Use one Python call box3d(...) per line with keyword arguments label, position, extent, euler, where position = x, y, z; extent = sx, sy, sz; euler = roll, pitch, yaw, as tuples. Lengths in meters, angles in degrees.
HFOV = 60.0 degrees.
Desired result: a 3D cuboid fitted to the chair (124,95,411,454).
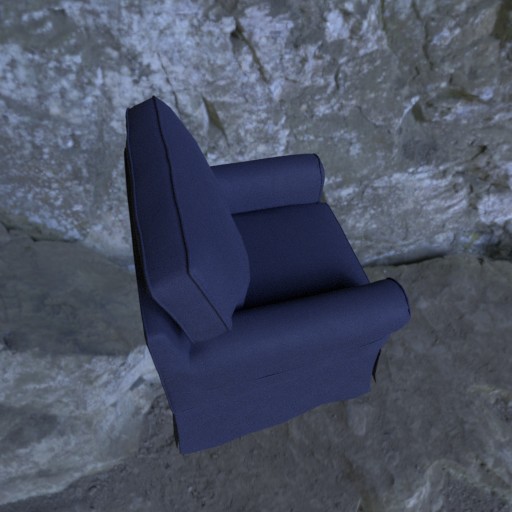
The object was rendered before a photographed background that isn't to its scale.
box3d(label="chair", position=(0.000, 0.000, 1.950), extent=(1.002, 1.140, 1.119), euler=(-11, 47, -10))
